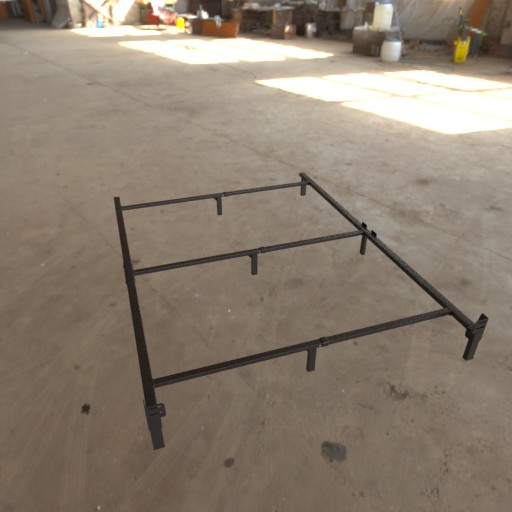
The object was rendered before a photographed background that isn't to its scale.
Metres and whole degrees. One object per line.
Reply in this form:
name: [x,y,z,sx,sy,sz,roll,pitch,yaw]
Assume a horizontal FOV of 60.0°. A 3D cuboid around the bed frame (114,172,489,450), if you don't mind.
bed frame: [0.000,0.000,2.608,1.498,0.248,1.990,-10,34,-16]
